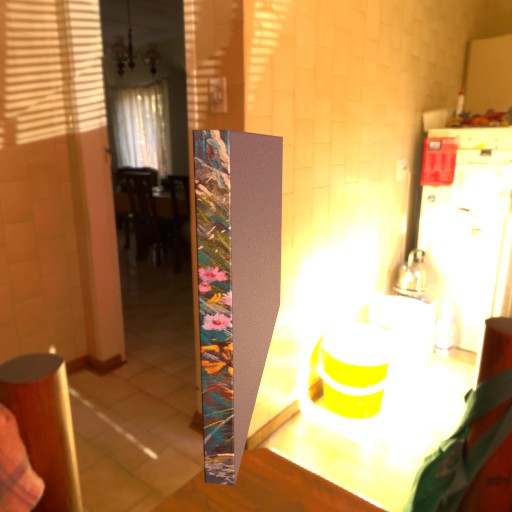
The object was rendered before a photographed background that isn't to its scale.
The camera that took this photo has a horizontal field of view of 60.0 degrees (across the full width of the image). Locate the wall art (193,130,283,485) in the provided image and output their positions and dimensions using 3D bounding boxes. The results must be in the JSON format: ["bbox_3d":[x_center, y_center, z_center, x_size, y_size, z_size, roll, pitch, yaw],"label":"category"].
[{"bbox_3d":[0.000,0.000,0.770,0.037,0.406,0.610,2,15,8],"label":"wall art"}]
